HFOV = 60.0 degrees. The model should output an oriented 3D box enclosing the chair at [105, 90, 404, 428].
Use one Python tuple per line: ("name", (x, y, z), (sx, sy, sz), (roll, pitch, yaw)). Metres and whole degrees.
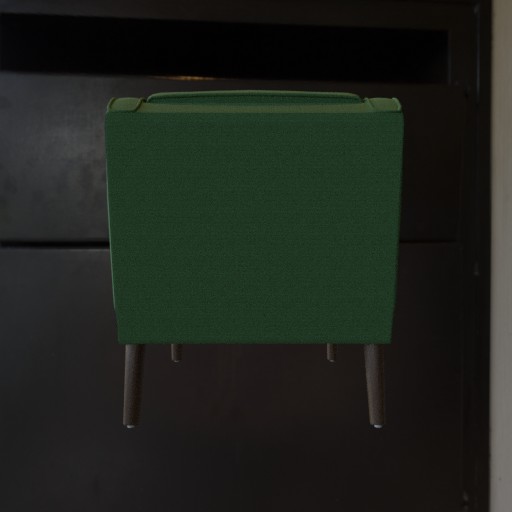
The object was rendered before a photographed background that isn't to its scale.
("chair", (0.000, 0.000, 1.325), (0.663, 0.792, 0.743), (0, 1, 0))
